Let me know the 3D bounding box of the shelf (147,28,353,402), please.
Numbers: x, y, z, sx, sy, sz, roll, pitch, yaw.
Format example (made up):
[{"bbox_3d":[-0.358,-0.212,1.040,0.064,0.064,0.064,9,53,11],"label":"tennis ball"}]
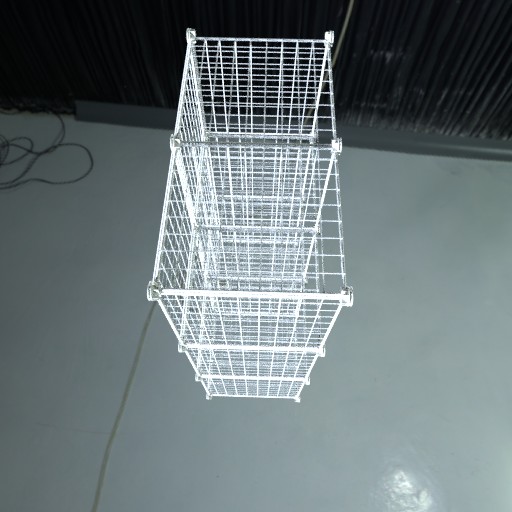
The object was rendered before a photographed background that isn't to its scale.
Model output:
[{"bbox_3d":[0.000,0.000,1.394,0.356,1.067,0.711,2,63,1],"label":"shelf"}]
